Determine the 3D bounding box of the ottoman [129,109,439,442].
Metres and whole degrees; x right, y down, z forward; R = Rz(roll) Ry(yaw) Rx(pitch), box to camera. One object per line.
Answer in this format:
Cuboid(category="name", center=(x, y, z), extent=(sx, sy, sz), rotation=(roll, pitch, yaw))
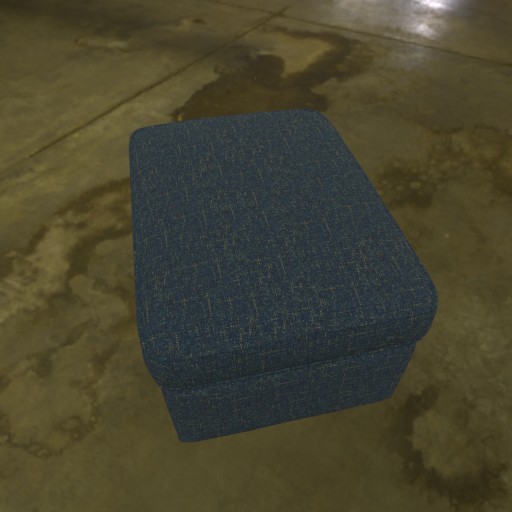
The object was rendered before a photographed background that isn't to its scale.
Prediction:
Cuboid(category="ottoman", center=(0.000, 0.000, 1.118), extent=(0.549, 0.450, 0.749), rotation=(-9, 47, -9))
